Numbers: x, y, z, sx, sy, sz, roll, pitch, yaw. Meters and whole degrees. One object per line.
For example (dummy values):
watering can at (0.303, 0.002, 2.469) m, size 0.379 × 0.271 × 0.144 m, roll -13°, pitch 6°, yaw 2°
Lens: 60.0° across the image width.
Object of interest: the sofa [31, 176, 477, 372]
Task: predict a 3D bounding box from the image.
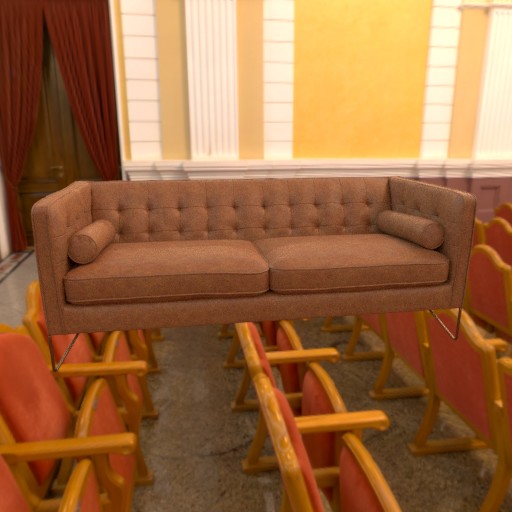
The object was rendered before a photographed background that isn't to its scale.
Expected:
sofa at (0.000, 0.000, 2.517) m, size 2.079 × 0.798 × 0.912 m, roll -2°, pitch 16°, yaw -9°
